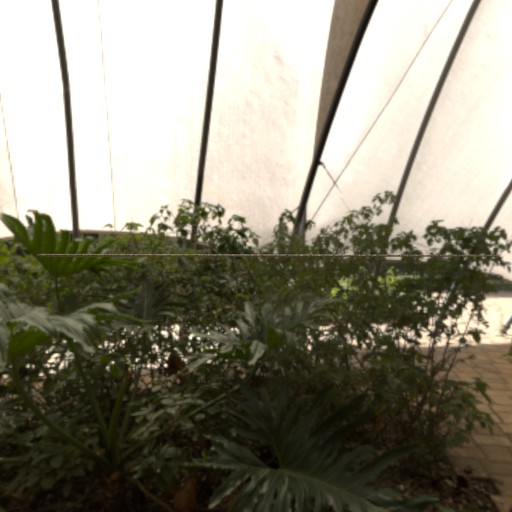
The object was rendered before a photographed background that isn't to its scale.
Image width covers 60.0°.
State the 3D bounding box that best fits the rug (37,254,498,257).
[{"bbox_3d":[0.000,0.000,3.597,2.890,0.013,2.005,0,0,-16],"label":"rug"}]
